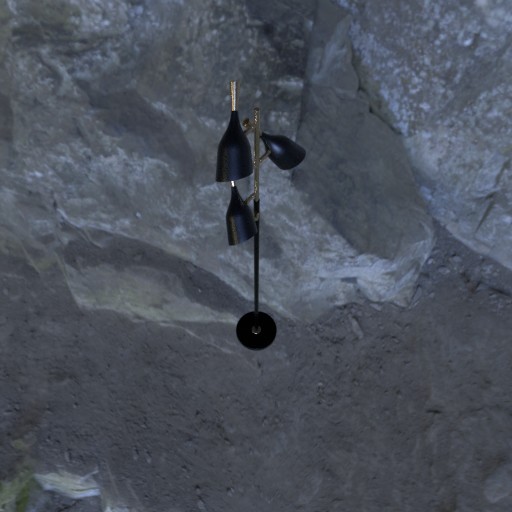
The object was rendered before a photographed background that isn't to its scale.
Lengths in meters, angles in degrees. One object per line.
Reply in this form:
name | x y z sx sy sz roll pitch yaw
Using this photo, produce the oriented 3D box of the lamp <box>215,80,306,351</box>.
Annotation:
lamp | 0.000 0.000 1.993 0.253 1.778 0.434 33 64 19
